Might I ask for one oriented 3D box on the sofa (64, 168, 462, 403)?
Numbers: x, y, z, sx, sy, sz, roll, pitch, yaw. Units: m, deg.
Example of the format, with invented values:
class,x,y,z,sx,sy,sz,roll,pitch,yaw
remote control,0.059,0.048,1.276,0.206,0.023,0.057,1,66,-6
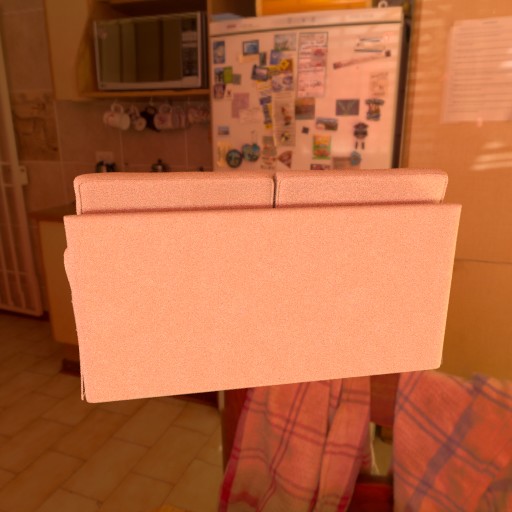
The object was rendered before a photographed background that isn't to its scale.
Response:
class,x,y,z,sx,sy,sz,roll,pitch,yaw
sofa,0.000,0.000,2.321,1.727,0.940,0.991,-3,16,-10
